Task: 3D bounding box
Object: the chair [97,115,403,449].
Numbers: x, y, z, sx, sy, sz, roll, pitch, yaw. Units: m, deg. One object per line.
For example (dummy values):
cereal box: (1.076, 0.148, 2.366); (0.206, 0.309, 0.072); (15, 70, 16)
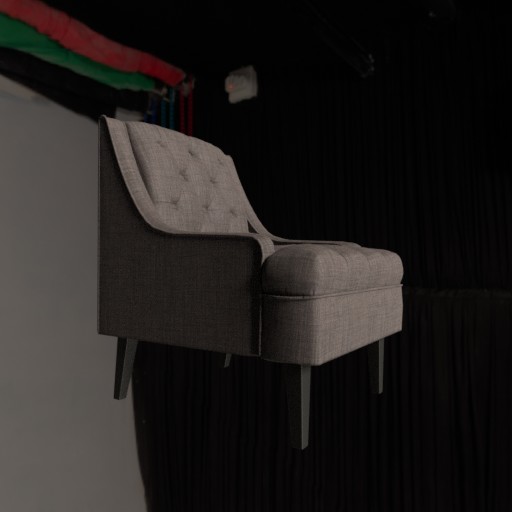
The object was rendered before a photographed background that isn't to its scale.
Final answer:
chair: (0.000, 0.000, 1.416); (0.771, 0.891, 0.655); (-1, -1, 34)
